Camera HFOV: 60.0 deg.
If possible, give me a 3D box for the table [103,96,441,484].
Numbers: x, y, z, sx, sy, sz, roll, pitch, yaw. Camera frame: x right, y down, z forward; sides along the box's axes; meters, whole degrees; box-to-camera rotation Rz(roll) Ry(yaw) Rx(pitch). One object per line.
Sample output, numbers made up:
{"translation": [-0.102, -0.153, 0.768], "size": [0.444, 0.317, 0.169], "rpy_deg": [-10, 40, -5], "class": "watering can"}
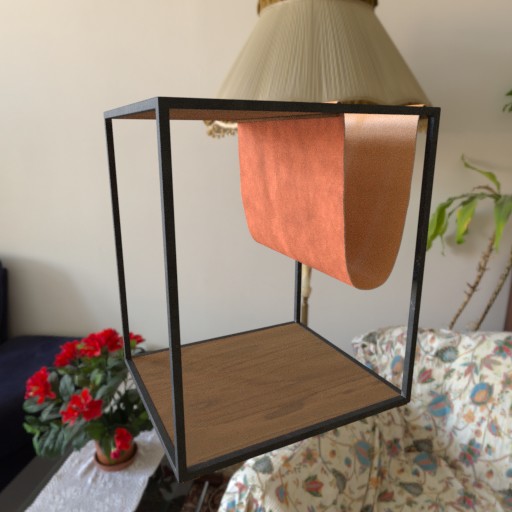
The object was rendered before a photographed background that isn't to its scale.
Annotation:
{"translation": [0.000, 0.000, 0.839], "size": [0.450, 0.536, 0.399], "rpy_deg": [-8, 17, -26], "class": "table"}
